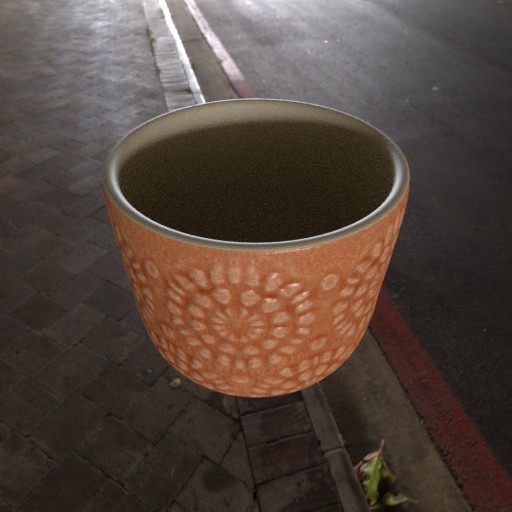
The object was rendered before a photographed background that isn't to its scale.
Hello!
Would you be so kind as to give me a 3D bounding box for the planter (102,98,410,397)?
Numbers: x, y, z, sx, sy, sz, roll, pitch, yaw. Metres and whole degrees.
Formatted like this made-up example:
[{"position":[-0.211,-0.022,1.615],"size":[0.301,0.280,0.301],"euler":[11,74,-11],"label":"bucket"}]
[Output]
[{"position":[0.000,0.000,0.216],"size":[0.124,0.109,0.124],"euler":[0,41,0],"label":"planter"}]
